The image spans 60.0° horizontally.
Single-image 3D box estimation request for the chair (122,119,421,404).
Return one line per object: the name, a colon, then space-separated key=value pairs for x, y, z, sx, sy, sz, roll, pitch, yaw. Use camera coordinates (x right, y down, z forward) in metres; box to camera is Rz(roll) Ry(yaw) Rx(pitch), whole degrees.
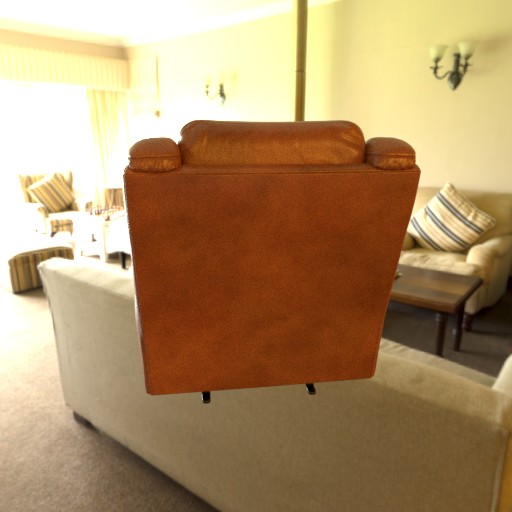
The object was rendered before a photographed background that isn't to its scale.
chair: x=0.000 y=0.000 z=1.906 sx=0.990 sy=1.093 sz=1.041 roll=-2 pitch=15 yaw=-8
